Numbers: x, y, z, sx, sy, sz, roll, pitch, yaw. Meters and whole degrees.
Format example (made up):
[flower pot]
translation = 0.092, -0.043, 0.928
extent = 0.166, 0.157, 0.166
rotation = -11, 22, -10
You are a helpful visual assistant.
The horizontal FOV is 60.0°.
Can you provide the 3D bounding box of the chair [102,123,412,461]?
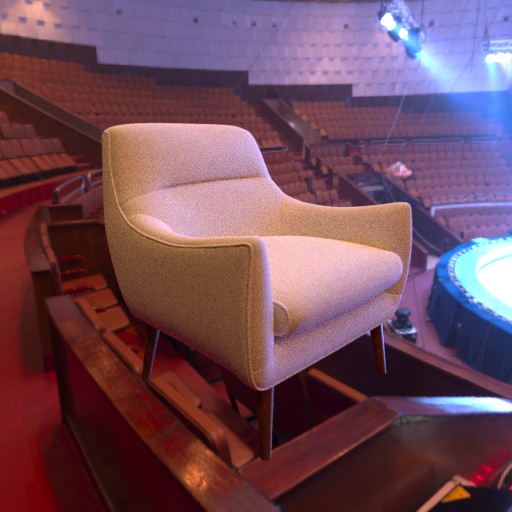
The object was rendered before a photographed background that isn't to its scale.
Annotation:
[chair]
translation = 0.000, 0.000, 1.446
extent = 0.787, 0.838, 0.762
rotation = 14, 21, 43
